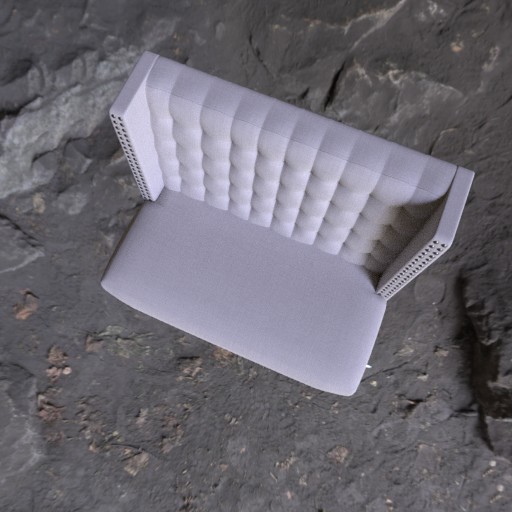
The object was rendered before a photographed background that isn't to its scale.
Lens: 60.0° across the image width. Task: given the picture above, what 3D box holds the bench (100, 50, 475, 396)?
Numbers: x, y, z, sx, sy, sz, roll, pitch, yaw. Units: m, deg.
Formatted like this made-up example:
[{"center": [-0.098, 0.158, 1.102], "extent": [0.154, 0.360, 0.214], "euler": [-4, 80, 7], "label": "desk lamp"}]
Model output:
[{"center": [0.000, 0.000, 1.988], "extent": [1.280, 1.123, 0.847], "euler": [22, 76, 6], "label": "bench"}]
